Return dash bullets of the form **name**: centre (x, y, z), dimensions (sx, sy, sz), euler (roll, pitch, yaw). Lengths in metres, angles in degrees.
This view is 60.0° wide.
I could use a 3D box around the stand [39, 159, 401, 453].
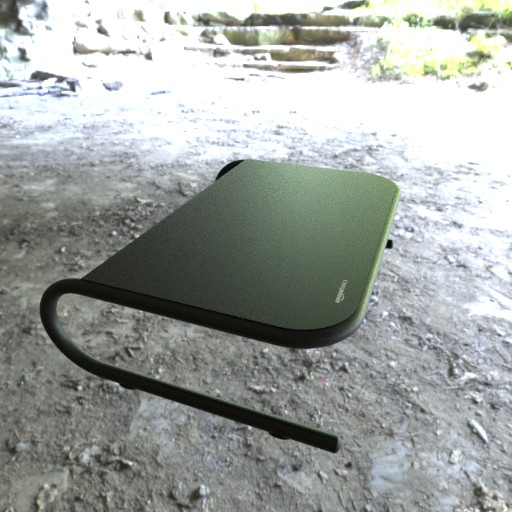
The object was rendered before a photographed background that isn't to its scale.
- **stand**: centre (0.000, 0.000, 0.507), dimensions (0.280, 0.108, 0.370), euler (11, 31, 19)
